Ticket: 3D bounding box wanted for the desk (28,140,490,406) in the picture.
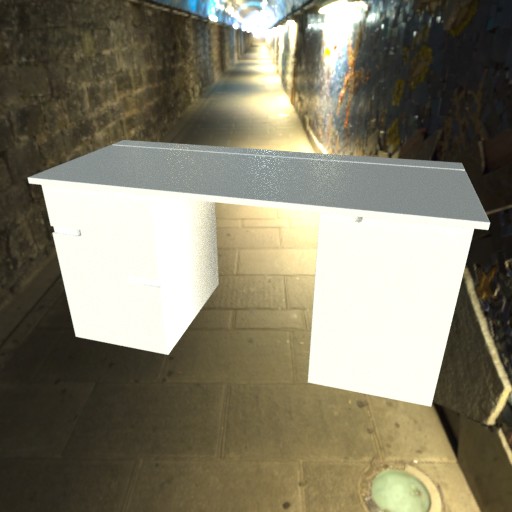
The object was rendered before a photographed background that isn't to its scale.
[{"bbox_3d":[0.000,0.000,1.915,1.580,0.760,0.670,7,28,14],"label":"desk"}]
